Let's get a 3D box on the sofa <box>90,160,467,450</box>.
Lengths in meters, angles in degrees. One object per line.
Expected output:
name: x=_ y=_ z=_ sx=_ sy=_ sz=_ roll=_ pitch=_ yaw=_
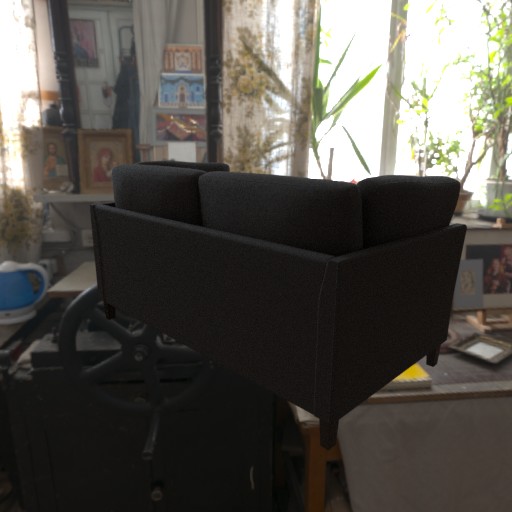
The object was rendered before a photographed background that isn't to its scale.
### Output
sofa: x=0.000 y=0.000 z=2.300 sx=0.969 sy=0.920 sz=1.751 roll=-14 pitch=20 yaw=-43
